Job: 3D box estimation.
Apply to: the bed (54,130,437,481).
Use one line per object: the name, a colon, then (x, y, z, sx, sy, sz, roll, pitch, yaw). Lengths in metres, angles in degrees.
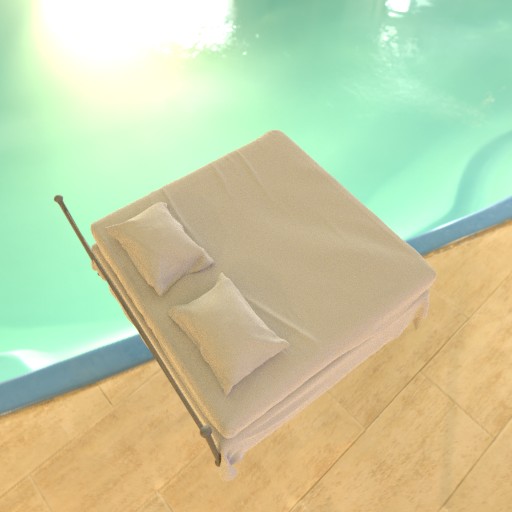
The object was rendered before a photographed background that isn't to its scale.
bed: (0.000, 0.000, 3.544, 2.220, 1.080, 2.309, -31, 62, -19)
